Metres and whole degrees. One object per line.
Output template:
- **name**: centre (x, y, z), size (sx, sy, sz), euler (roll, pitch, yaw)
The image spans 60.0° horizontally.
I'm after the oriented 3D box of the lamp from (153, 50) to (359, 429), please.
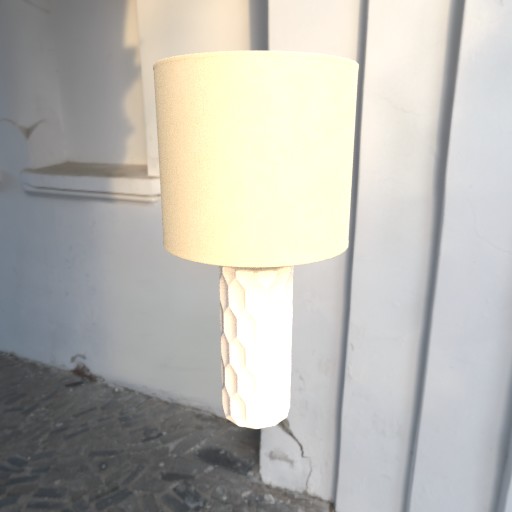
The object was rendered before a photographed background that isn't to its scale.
- **lamp**: centre (0.000, 0.000, 0.682), size (0.277, 0.537, 0.277), euler (15, 21, 42)
